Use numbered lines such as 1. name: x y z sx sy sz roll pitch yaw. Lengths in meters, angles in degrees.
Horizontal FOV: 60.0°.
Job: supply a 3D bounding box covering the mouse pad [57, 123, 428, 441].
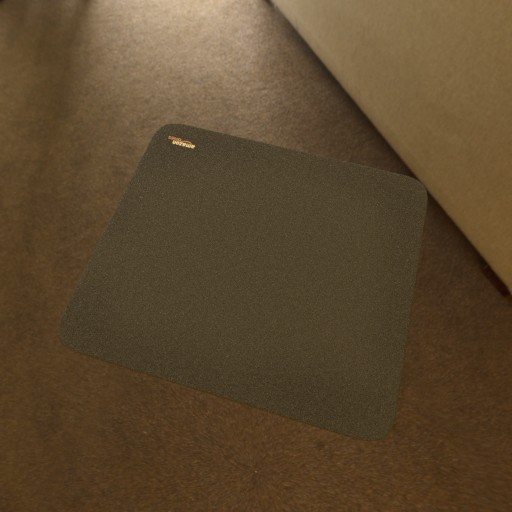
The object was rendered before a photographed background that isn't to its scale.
1. mouse pad: 0.000 0.000 0.323 0.229 0.003 0.203 15 65 7
